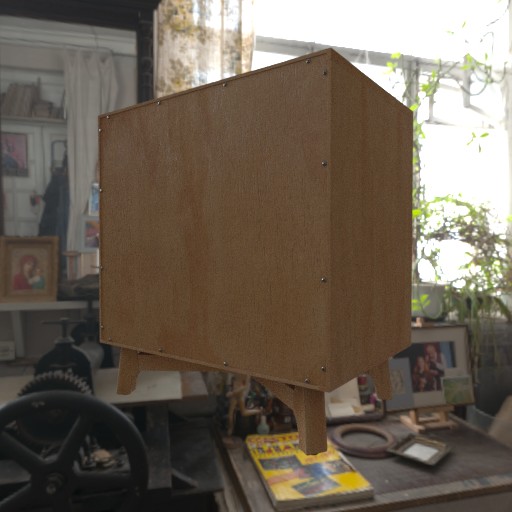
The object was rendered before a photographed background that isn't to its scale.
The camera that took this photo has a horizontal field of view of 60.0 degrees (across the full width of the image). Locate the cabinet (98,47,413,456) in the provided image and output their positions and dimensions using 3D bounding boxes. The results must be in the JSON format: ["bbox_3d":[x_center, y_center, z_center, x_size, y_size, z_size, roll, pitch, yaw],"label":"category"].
[{"bbox_3d":[0.000,0.000,0.948,0.551,0.599,0.394,1,2,37],"label":"cabinet"}]
